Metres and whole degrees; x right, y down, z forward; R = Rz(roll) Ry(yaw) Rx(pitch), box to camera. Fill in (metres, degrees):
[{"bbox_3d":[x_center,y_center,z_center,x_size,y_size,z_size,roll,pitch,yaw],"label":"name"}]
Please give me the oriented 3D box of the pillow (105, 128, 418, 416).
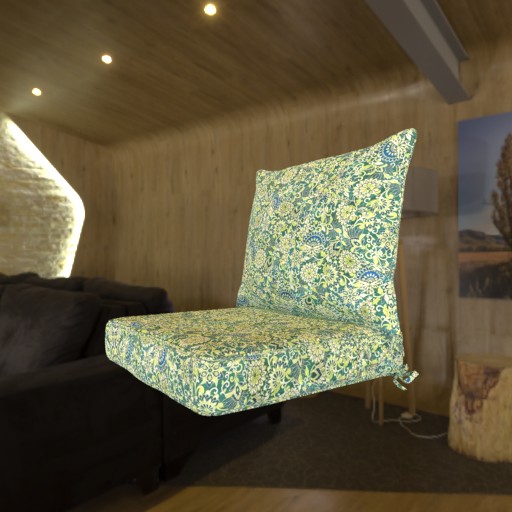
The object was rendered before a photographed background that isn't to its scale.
[{"bbox_3d":[0.000,0.000,1.374,0.740,0.722,0.798,0,0,-36],"label":"pillow"}]
